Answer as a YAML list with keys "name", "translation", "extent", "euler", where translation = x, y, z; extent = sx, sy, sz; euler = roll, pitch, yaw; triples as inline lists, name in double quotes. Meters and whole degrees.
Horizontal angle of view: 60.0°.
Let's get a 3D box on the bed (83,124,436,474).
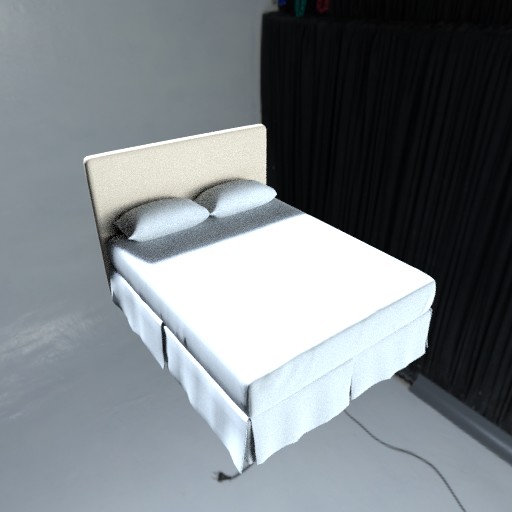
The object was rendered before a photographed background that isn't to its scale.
- name: "bed"
  translation: [0.000, 0.000, 3.331]
  extent: [1.748, 1.330, 2.142]
  euler: [-21, 36, -31]
